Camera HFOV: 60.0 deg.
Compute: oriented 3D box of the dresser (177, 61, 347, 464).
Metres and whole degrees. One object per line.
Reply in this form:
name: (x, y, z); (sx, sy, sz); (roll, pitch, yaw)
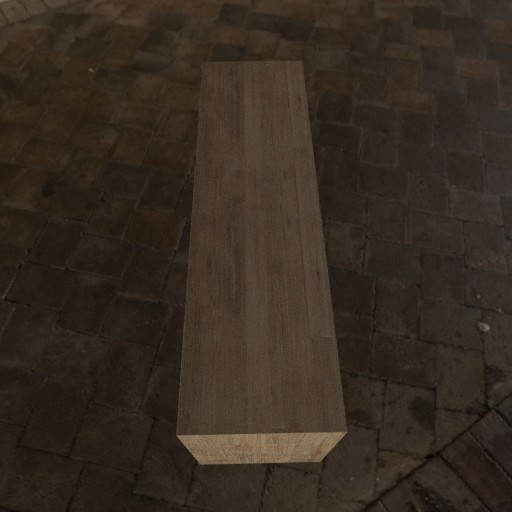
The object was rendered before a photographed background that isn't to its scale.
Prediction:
dresser: (0.000, 0.000, 1.934); (0.455, 0.788, 1.602); (-1, 58, -1)
